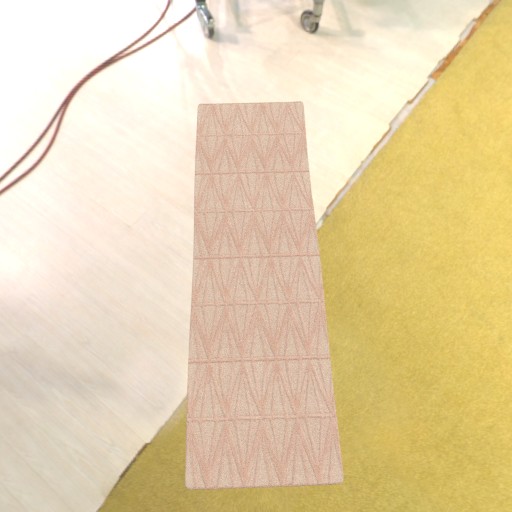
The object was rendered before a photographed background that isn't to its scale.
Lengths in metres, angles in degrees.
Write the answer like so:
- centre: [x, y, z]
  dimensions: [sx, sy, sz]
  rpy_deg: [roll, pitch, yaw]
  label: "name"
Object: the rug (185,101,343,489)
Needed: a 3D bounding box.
- centre: [0.000, 0.000, 2.629]
  dimensions: [0.760, 0.015, 2.435]
  rpy_deg: [-2, 64, -1]
  label: "rug"
